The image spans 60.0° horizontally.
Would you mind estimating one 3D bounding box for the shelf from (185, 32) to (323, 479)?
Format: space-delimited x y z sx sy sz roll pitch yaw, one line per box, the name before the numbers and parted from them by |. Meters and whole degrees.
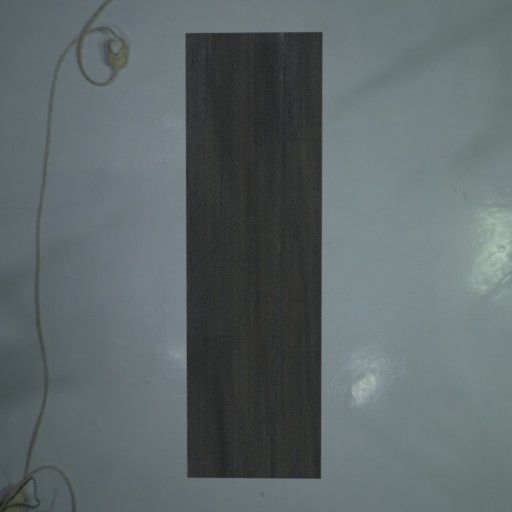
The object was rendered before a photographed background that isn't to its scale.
shelf | 0.000 0.000 1.536 0.400 0.495 1.300 0 91 1
